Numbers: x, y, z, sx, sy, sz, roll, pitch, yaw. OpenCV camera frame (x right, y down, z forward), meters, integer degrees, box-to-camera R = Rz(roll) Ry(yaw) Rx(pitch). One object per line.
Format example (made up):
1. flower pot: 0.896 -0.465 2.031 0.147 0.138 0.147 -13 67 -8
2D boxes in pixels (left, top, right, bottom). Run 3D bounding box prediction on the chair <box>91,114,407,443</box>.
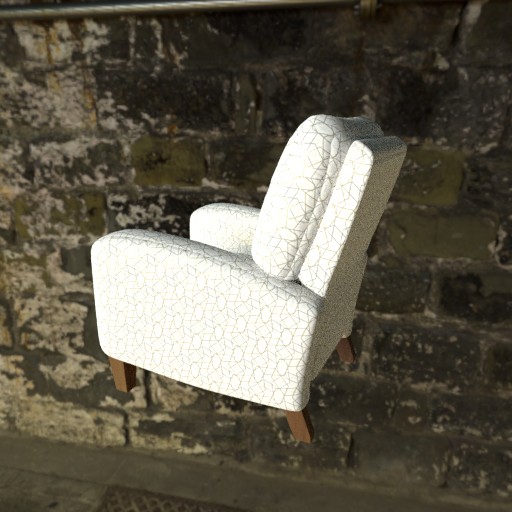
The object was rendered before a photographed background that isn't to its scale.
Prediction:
1. chair: 0.000 0.000 1.768 0.995 1.064 0.796 8 18 25
